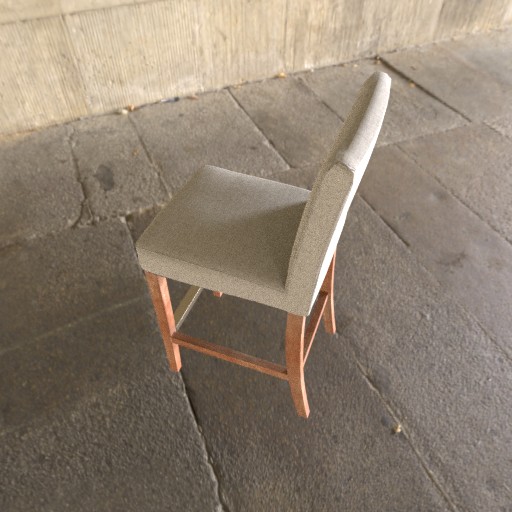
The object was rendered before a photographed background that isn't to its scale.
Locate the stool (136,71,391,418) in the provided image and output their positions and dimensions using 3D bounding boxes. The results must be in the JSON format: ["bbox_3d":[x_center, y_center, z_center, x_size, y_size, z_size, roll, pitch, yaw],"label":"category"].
[{"bbox_3d":[0.000,0.000,1.393,0.570,1.088,0.439,16,49,14],"label":"stool"}]
